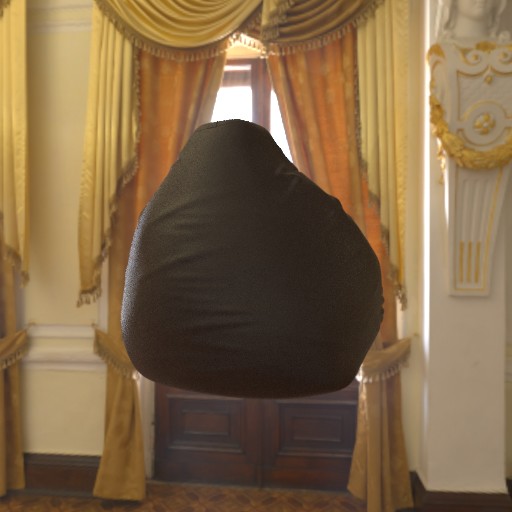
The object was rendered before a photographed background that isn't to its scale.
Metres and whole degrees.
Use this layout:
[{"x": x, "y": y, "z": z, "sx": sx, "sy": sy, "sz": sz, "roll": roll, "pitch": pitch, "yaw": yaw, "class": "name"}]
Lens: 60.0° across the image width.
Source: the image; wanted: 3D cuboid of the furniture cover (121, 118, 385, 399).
[{"x": 0.000, "y": 0.000, "z": 1.941, "sx": 1.070, "sy": 0.990, "sz": 1.070, "roll": 0, "pitch": 0, "yaw": 18, "class": "furniture cover"}]
